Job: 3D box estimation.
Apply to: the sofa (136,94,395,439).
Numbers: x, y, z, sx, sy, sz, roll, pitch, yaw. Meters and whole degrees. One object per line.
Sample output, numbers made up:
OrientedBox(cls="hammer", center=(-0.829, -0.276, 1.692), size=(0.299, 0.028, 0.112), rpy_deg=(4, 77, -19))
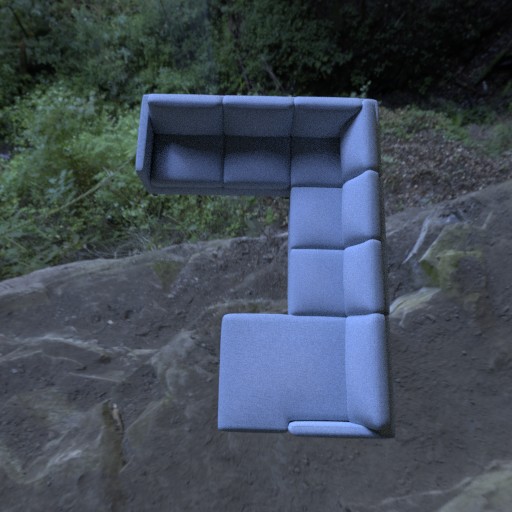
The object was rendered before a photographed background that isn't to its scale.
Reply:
OrientedBox(cls="sofa", center=(0.000, 0.000, 4.526), size=(2.551, 0.889, 3.403), rpy_deg=(1, 75, 0))
